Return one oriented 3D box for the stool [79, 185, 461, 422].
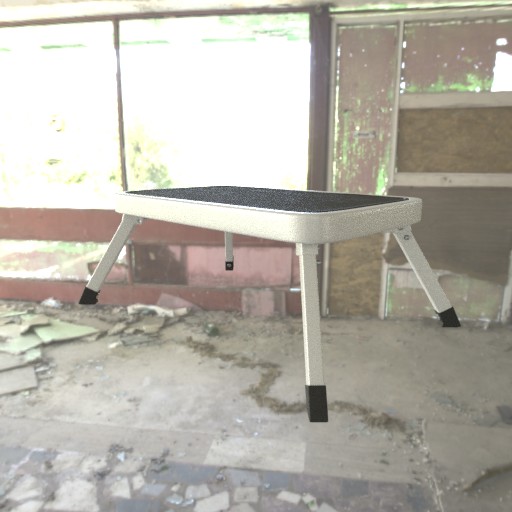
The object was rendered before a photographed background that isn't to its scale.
[{"bbox_3d":[0.000,0.000,0.615,0.460,0.170,0.320,12,17,43],"label":"stool"}]
